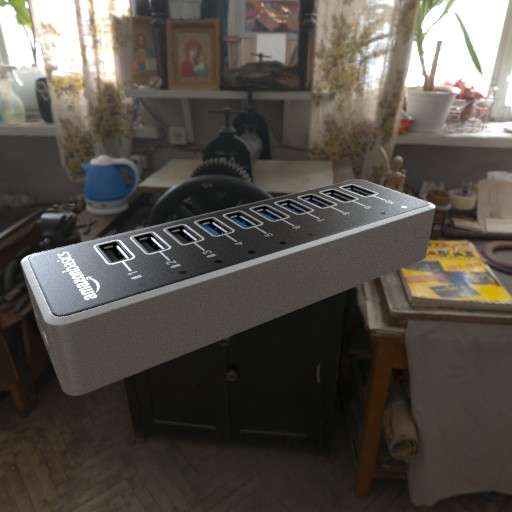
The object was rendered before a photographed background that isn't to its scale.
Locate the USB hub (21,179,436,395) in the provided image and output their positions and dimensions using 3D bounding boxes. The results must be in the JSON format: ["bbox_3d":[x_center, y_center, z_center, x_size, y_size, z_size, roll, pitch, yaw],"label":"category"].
[{"bbox_3d":[0.000,0.000,0.159,0.145,0.023,0.044,-17,32,-30],"label":"USB hub"}]
